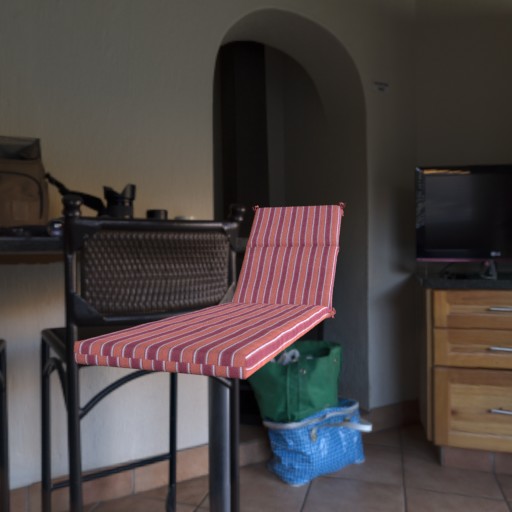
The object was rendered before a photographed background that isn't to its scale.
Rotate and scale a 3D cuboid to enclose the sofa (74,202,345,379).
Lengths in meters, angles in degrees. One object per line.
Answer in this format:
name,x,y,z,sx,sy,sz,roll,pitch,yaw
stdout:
sofa,0.000,0.000,1.925,0.582,0.622,1.663,0,0,19
